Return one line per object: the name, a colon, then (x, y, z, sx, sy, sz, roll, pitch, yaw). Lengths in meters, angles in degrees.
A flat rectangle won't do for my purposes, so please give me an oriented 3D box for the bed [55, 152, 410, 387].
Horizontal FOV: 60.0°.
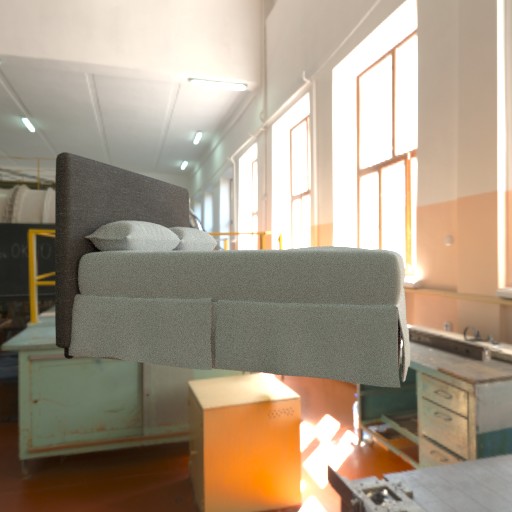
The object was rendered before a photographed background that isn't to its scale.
bed: (0.000, 0.000, 3.261, 2.142, 1.330, 1.723, 0, 0, 19)
